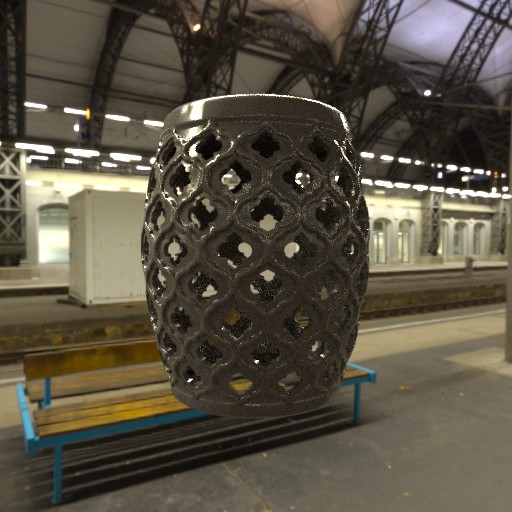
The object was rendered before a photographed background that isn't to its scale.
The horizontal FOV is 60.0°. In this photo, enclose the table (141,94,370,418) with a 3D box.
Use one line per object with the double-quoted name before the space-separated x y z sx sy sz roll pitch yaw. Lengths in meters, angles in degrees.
"table" 0.000 0.000 0.649 0.325 0.388 0.325 0 2 0
